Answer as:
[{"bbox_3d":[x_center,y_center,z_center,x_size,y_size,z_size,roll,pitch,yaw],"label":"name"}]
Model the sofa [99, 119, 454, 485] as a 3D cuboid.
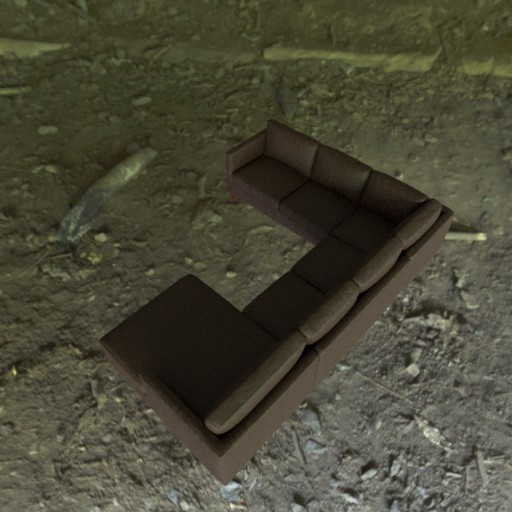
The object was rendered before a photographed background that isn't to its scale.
[{"bbox_3d":[0.000,0.000,4.602,2.593,0.923,3.460,35,56,28],"label":"sofa"}]
